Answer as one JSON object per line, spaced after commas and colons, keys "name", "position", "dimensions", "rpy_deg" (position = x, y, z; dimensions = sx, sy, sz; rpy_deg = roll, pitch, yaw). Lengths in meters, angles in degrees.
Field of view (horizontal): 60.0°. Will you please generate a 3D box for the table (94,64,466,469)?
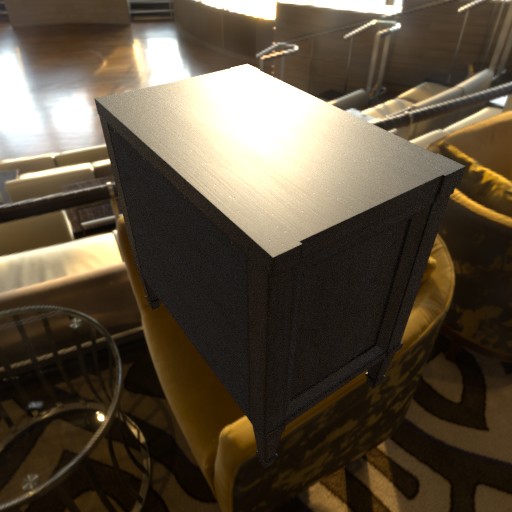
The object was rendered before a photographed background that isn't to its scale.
{"name": "table", "position": [0.000, 0.000, 1.081], "dimensions": [0.413, 0.660, 0.660], "rpy_deg": [-25, 46, -26]}
